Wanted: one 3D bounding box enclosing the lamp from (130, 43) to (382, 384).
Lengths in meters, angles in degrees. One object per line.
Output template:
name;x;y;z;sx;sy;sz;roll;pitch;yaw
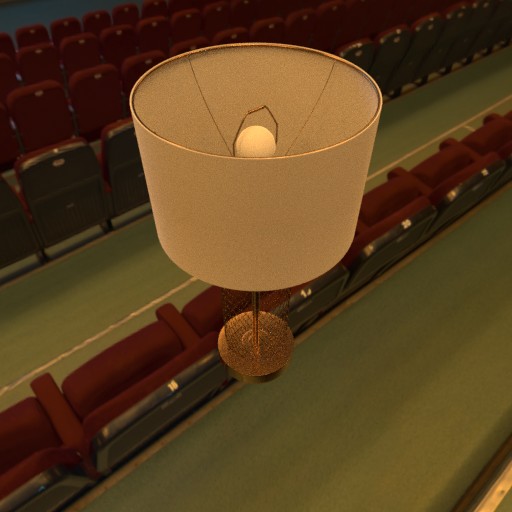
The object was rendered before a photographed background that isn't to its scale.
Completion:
lamp;0.000;0.000;0.622;0.252;0.483;0.252;-32;53;-27
